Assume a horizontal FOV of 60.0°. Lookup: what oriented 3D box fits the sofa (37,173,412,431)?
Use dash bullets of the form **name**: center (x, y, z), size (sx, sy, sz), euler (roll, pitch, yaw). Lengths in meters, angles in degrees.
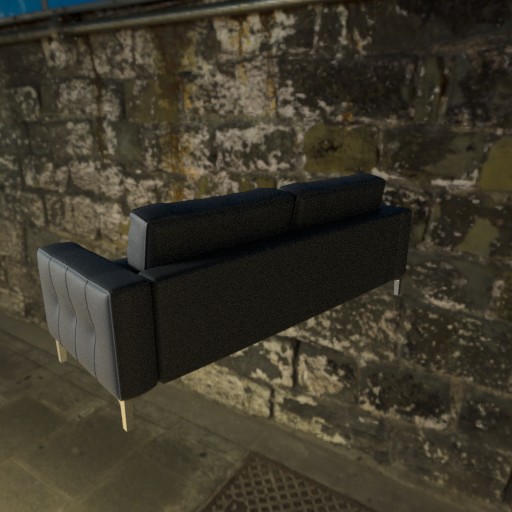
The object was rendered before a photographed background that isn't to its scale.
- **sofa**: center (0.000, 0.000, 2.704), size (2.275, 0.893, 0.833), euler (-16, 24, -40)
